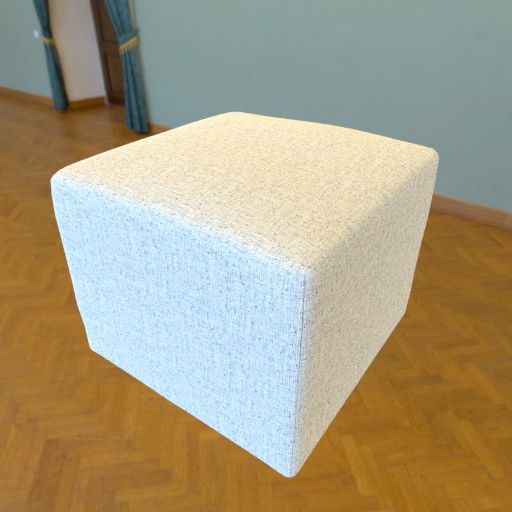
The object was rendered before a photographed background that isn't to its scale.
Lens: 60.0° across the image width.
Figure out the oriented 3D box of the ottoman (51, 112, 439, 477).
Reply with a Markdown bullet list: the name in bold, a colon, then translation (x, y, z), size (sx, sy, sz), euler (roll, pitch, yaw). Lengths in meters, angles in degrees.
- **ottoman**: translation (0.000, 0.000, 0.885), size (0.512, 0.453, 0.521), euler (21, 38, 29)
